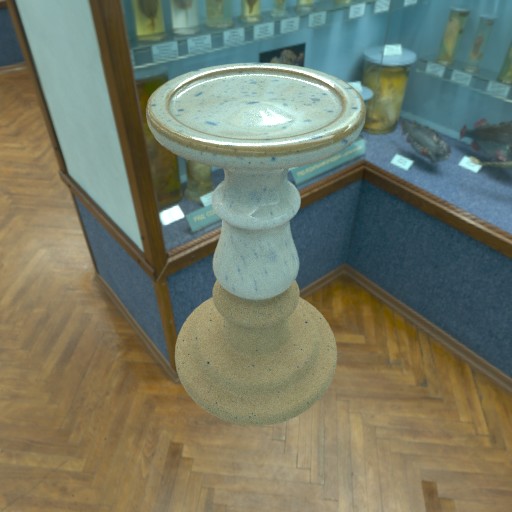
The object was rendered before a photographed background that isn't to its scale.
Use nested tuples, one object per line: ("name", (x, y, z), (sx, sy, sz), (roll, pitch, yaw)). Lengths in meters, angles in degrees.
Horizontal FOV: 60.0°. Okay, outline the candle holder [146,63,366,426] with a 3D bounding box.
("candle holder", (0.000, 0.000, 0.278), (0.123, 0.202, 0.123), (0, 41, 0))
